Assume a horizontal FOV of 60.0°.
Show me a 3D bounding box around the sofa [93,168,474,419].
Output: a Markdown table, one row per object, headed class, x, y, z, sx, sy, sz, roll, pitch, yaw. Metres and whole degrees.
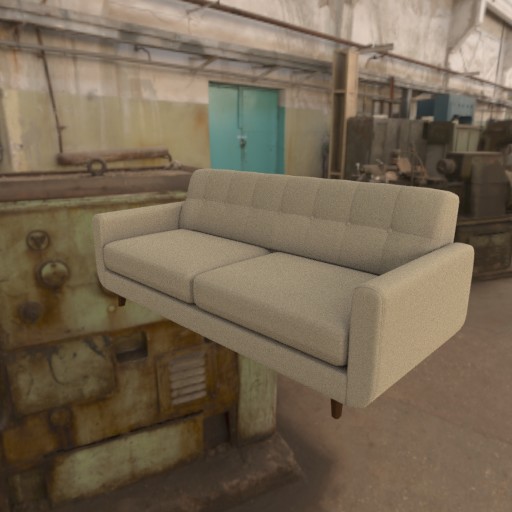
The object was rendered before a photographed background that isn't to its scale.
| class | x | y | z | sx | sy | sz | roll | pitch | yaw |
| --- | --- | --- | --- | --- | --- | --- | --- | --- | --- |
| sofa | 0.000 | 0.000 | 2.606 | 2.137 | 0.892 | 0.980 | 15 | 21 | 42 |
